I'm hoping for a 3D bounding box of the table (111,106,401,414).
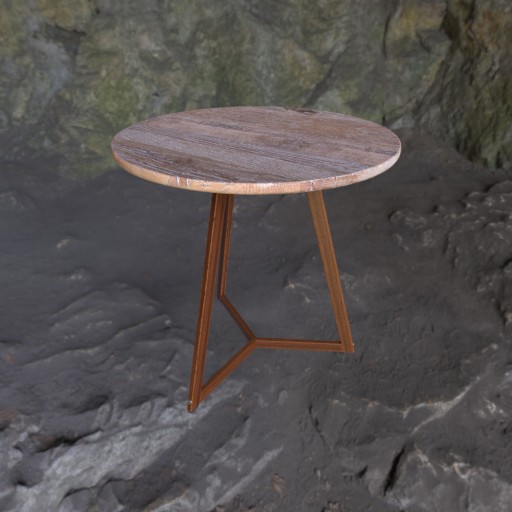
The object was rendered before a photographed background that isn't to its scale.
[{"bbox_3d":[0.000,0.000,0.915,0.500,0.500,0.500,0,30,0],"label":"table"}]
